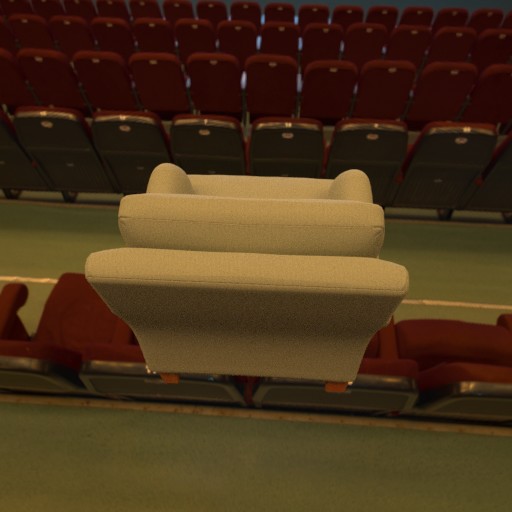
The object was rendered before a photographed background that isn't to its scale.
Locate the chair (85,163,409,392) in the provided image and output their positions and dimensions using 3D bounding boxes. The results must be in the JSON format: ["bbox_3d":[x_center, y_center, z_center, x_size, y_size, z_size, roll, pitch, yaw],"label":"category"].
[{"bbox_3d":[0.000,0.000,1.866,0.955,1.038,1.070,2,47,2],"label":"chair"}]
